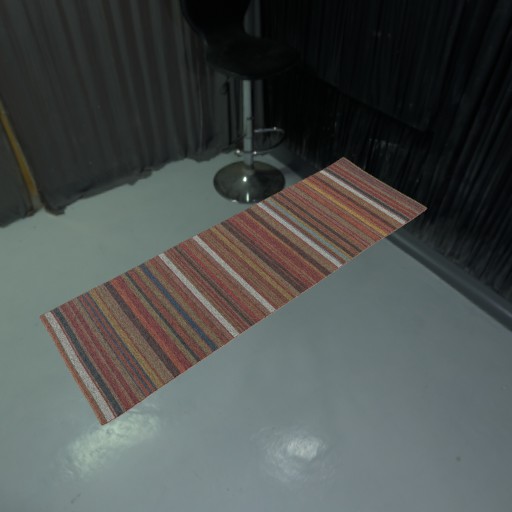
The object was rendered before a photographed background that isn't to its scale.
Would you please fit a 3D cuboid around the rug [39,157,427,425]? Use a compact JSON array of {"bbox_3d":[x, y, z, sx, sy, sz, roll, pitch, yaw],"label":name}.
[{"bbox_3d":[0.000,0.000,2.759,2.444,0.030,0.799,-30,53,-26],"label":"rug"}]
